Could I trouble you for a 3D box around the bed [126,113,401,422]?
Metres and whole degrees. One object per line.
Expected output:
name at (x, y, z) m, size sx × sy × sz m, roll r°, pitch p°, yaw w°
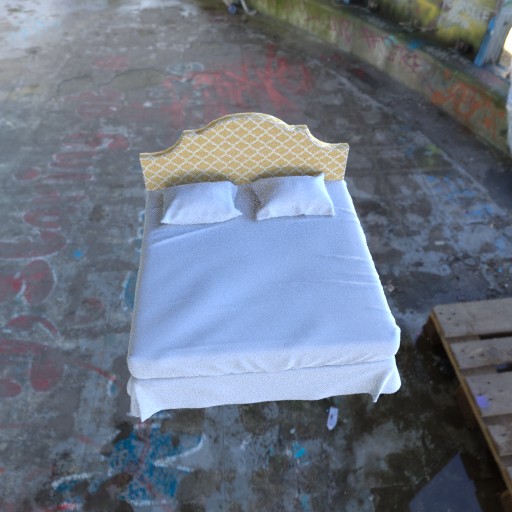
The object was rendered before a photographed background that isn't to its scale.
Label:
bed at (0.000, 0.000, 3.820) m, size 2.314 × 1.601 × 2.222 m, roll -4°, pitch 48°, yaw -3°
